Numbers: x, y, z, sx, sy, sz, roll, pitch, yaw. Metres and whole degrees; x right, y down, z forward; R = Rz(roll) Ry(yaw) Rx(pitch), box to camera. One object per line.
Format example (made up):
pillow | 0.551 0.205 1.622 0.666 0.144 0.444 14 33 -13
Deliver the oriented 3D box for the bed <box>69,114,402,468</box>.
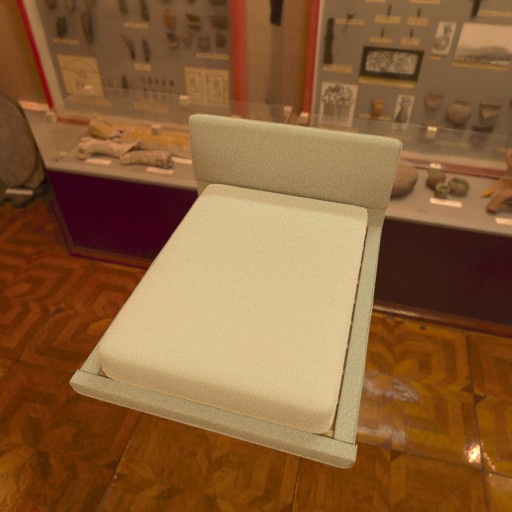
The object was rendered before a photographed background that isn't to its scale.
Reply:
bed | 0.000 0.000 3.315 1.840 1.067 2.368 11 43 12
